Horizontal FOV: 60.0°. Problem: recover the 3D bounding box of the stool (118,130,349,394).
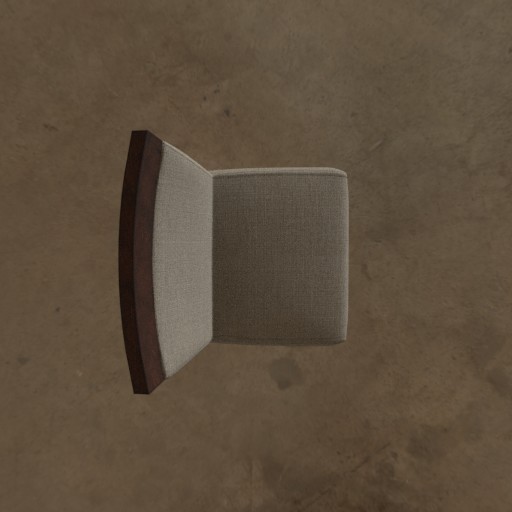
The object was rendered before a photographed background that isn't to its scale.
[{"bbox_3d":[0.000,0.000,1.401,0.531,1.117,0.511,0,91,0],"label":"stool"}]
